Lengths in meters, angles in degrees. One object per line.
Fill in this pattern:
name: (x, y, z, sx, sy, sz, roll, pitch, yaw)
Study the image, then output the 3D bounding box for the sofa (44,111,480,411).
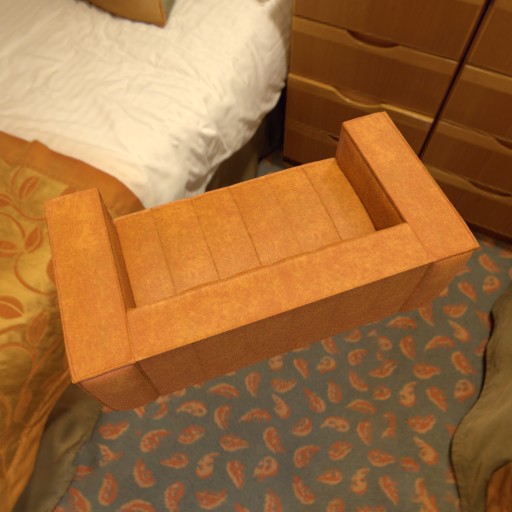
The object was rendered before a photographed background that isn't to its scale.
sofa: (0.000, 0.000, 2.585, 2.088, 0.703, 1.102, -17, 61, -10)
